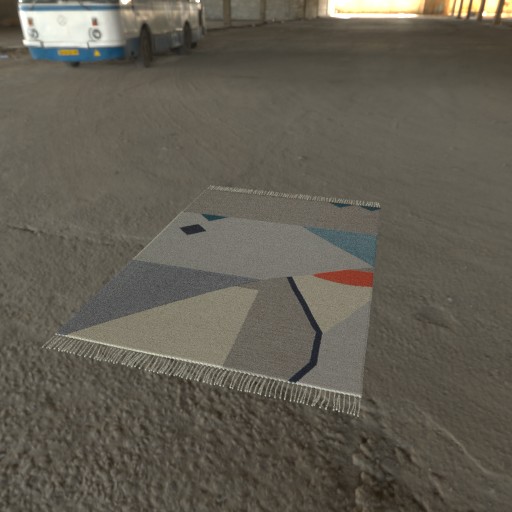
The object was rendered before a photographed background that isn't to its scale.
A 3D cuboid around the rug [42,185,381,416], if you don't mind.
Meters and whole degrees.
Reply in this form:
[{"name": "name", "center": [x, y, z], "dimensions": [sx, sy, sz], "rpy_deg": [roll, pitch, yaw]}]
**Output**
[{"name": "rug", "center": [0.000, 0.000, 2.334], "dimensions": [1.220, 0.005, 1.828], "rpy_deg": [8, 31, 14]}]
